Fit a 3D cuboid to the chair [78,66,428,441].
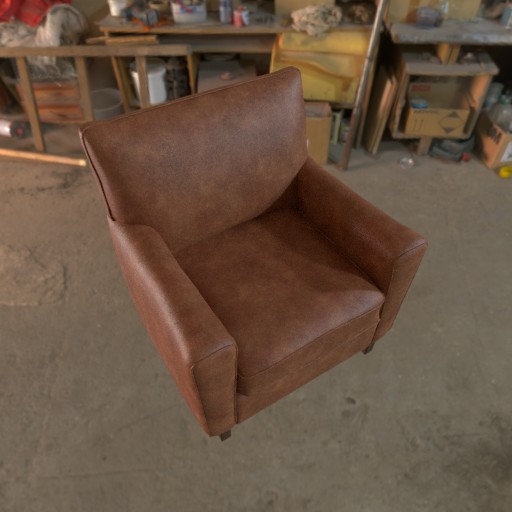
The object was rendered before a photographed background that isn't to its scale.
[{"bbox_3d":[0.000,0.000,1.620,0.870,0.943,0.823,-24,52,-21],"label":"chair"}]
